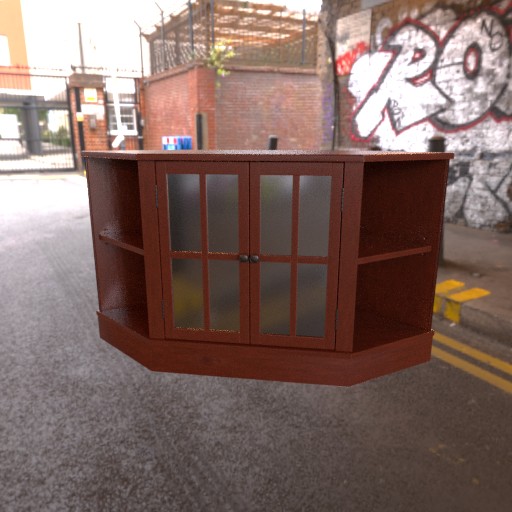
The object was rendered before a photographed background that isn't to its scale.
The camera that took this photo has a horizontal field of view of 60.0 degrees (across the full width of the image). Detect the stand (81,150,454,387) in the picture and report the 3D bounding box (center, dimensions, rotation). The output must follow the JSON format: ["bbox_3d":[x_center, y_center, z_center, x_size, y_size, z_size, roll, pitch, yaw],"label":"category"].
[{"bbox_3d":[0.000,0.000,1.340,1.072,0.614,0.381,2,15,8],"label":"stand"}]
